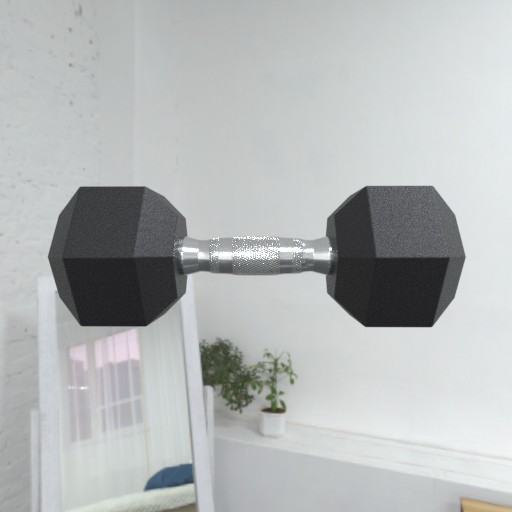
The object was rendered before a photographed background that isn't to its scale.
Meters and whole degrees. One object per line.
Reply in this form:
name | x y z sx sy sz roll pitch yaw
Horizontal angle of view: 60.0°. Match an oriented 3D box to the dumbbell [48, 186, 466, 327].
dumbbell | 0.000 0.000 0.420 0.356 0.123 0.141 0 1 1
